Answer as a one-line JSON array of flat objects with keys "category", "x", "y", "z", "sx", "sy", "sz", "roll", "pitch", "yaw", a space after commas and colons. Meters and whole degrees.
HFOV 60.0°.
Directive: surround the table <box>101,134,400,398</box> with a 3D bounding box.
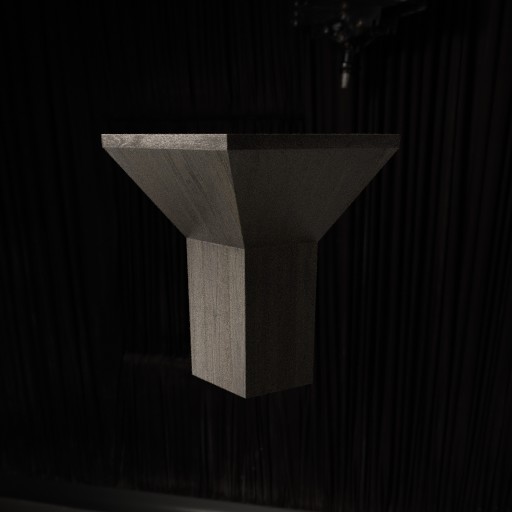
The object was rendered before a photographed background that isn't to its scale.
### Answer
[{"category": "table", "x": 0.000, "y": 0.000, "z": 1.109, "sx": 0.592, "sy": 0.586, "sz": 0.683, "roll": 2, "pitch": 15, "yaw": 7}]
